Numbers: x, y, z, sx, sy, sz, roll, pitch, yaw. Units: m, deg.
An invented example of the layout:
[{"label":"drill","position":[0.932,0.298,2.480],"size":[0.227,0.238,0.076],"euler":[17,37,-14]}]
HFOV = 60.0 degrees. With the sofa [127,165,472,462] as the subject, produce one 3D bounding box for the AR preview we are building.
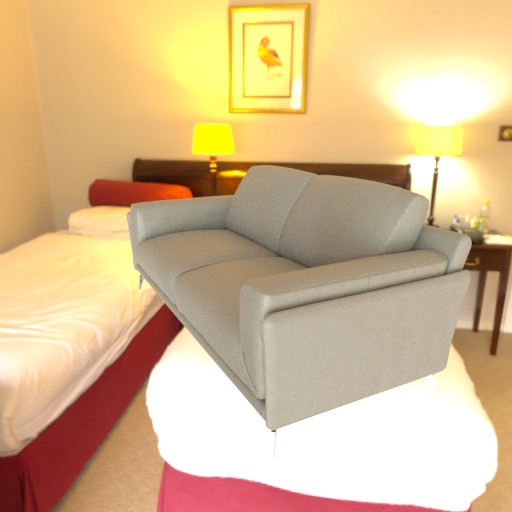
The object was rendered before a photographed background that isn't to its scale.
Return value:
[{"label":"sofa","position":[0.000,0.000,2.578],"size":[1.049,0.930,2.101],"euler":[-8,18,-26]}]
